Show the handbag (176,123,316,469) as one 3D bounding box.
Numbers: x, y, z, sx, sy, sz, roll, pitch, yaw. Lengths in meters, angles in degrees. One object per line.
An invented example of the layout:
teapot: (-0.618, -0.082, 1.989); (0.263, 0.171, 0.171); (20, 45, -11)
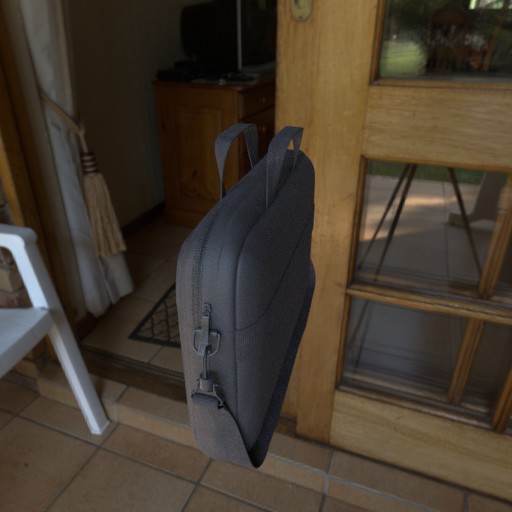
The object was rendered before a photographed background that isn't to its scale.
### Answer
handbag: (0.000, 0.000, 0.428); (0.089, 0.244, 0.320); (8, 29, 14)
